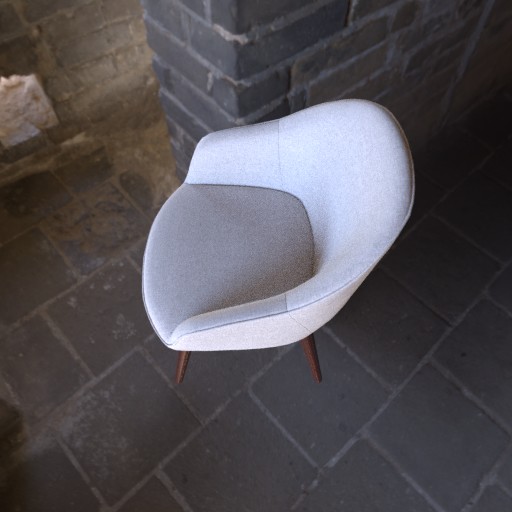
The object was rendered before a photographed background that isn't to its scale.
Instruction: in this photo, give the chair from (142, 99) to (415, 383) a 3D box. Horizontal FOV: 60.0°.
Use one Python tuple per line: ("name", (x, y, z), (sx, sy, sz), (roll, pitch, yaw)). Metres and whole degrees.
("chair", (0.000, 0.000, 1.248), (0.635, 0.823, 0.596), (0, 59, 0))
